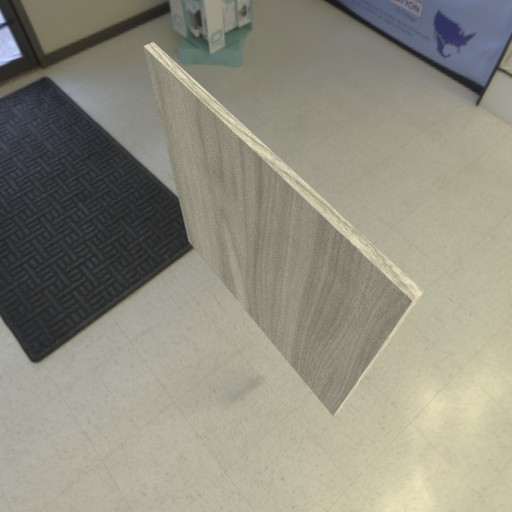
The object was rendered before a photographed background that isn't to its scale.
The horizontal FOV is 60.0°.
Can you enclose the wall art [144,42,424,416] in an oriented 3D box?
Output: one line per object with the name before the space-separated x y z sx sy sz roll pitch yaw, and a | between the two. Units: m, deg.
wall art | 0.000 0.000 0.744 0.016 0.507 0.508 -33 64 -19
